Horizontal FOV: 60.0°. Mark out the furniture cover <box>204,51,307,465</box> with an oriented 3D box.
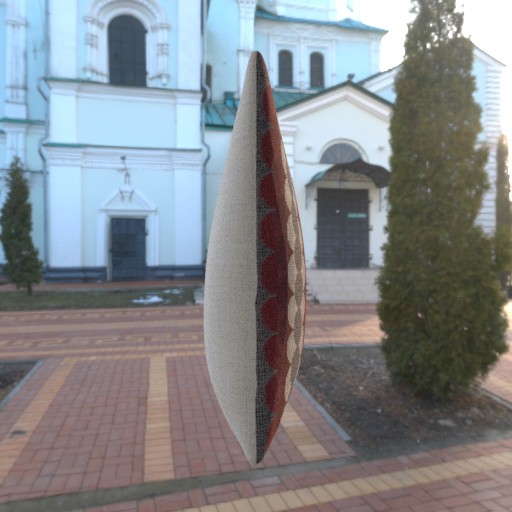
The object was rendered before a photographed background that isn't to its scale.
[{"bbox_3d":[0.000,0.000,0.653,0.145,0.420,0.435,0,1,0],"label":"furniture cover"}]
